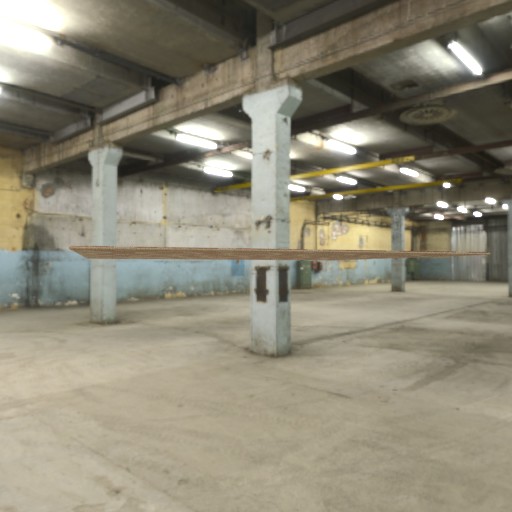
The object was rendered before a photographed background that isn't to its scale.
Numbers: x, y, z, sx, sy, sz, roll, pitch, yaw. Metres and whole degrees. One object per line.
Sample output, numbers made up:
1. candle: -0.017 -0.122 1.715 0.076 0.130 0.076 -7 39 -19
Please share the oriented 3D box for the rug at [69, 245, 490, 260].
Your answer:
1. rug: 0.000 0.000 4.146 3.049 0.021 2.466 1 -2 -19
